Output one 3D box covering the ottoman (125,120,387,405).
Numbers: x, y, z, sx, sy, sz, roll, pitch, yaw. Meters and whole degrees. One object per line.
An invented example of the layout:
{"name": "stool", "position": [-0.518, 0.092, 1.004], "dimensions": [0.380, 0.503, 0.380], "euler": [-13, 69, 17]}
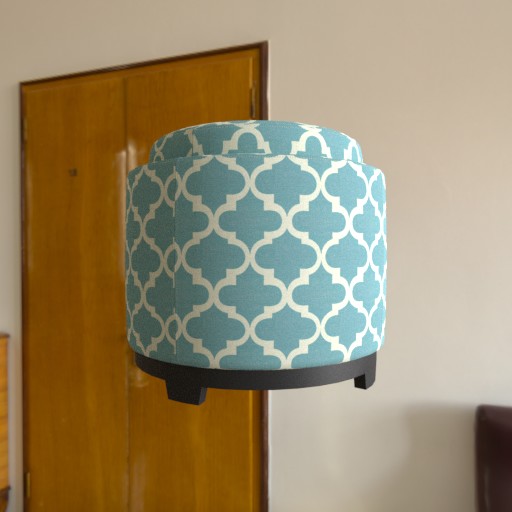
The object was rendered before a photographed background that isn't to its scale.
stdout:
{"name": "ottoman", "position": [0.000, 0.000, 0.847], "dimensions": [0.480, 0.429, 0.480], "euler": [0, 1, 0]}
